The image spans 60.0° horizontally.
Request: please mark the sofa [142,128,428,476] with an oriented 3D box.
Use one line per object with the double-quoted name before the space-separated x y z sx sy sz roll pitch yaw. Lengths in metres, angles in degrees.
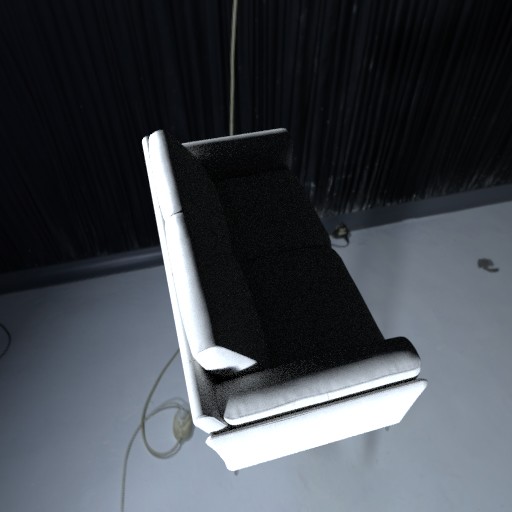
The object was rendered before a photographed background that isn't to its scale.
"sofa" 0.000 0.000 2.631 1.049 0.930 2.101 -12 49 -10
